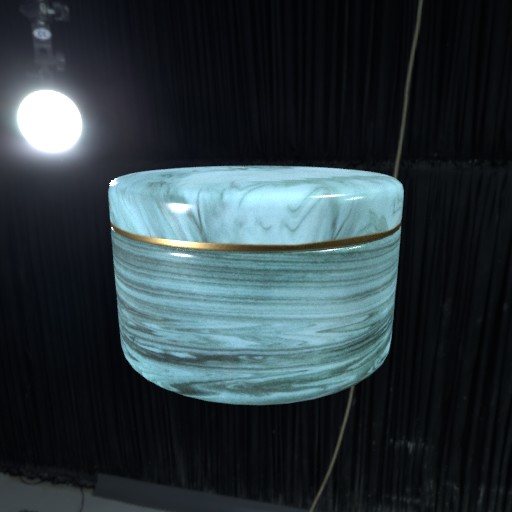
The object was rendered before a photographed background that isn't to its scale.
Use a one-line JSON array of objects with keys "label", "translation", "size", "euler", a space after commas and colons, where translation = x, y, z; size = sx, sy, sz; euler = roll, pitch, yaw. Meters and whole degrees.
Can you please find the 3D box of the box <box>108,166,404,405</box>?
[{"label": "box", "translation": [0.000, 0.000, 0.166], "size": [0.101, 0.063, 0.101], "euler": [0, 15, 0]}]
